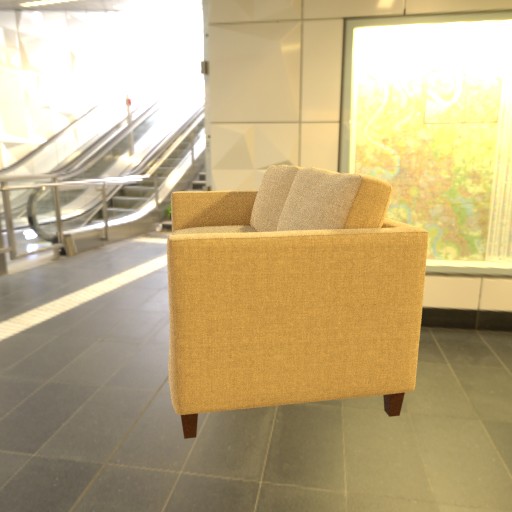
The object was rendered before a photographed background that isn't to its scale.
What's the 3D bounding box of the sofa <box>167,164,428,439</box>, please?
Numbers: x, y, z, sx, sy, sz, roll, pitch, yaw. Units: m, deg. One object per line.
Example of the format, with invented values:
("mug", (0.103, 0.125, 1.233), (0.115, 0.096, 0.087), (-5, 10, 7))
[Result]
("sofa", (0.000, 0.000, 2.436), (0.950, 0.963, 1.884), (-2, 13, -10))
